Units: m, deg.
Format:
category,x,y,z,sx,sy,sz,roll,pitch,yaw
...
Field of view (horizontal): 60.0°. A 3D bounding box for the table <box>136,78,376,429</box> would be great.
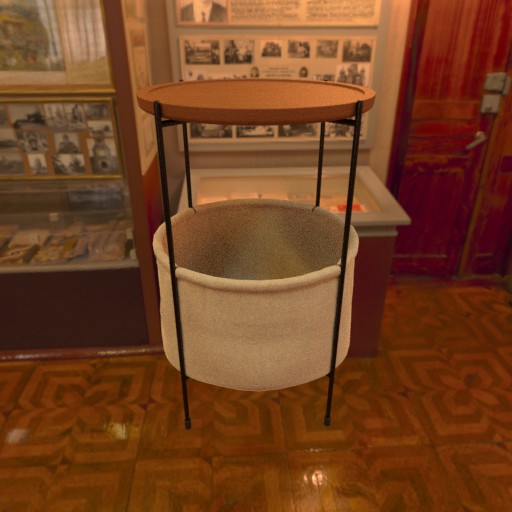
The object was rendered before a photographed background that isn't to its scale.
category,x,y,z,sx,sy,sz,roll,pitch,yaw
table,0.000,0.000,0.874,0.393,0.623,0.393,-1,27,-1
